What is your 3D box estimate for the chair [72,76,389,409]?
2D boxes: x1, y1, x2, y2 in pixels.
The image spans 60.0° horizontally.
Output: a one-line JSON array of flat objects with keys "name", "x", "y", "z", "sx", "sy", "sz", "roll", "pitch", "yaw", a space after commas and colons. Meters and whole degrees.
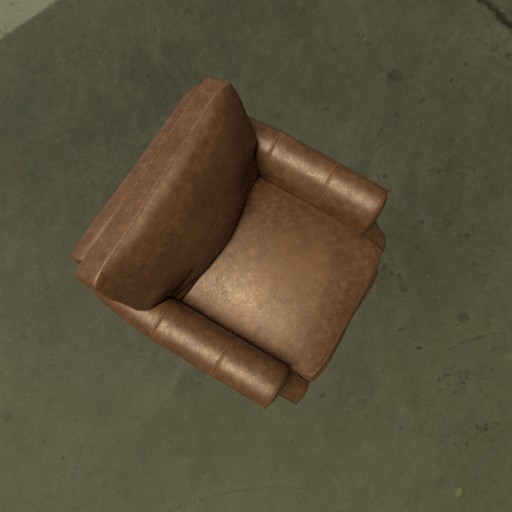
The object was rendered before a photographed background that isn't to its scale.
[{"name": "chair", "x": 0.000, "y": 0.000, "z": 1.823, "sx": 1.002, "sy": 0.976, "sz": 0.996, "roll": 30, "pitch": 78, "yaw": 7}]
